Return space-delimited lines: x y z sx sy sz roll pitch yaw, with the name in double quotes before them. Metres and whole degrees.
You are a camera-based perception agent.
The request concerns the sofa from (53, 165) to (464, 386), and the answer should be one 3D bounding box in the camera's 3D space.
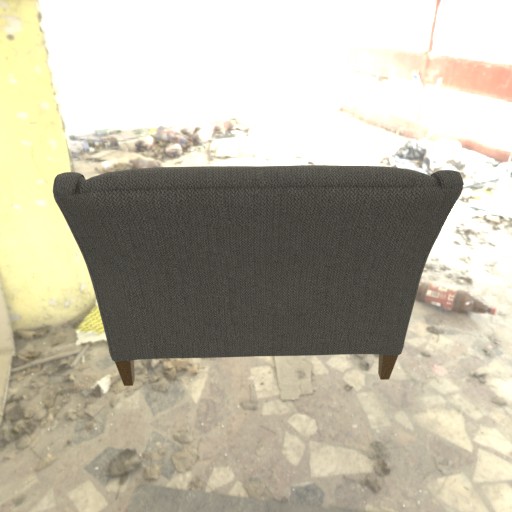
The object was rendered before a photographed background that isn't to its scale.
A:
"sofa" 0.000 0.000 1.900 1.242 1.022 0.873 -1 30 -2
